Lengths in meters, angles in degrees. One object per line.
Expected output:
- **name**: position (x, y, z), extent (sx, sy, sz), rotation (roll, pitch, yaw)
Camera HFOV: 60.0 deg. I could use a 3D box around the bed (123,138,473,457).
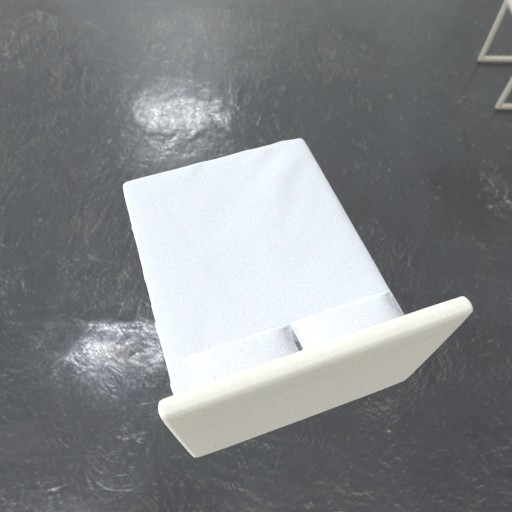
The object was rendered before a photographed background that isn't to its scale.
- **bed**: position (0.000, 0.000, 3.191), extent (1.713, 1.330, 2.142), rotation (-17, 60, -10)
